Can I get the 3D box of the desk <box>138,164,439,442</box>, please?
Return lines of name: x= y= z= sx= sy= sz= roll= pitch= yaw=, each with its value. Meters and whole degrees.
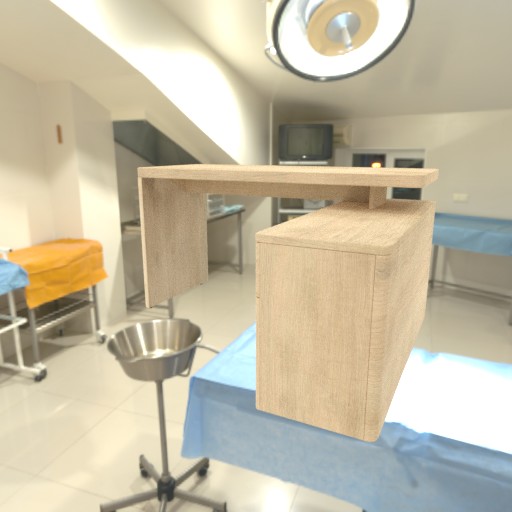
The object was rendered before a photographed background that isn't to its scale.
desk: x=0.000 y=0.000 z=2.040 sx=1.400 sy=0.770 sz=1.175 roll=7 pitch=15 yaw=26
